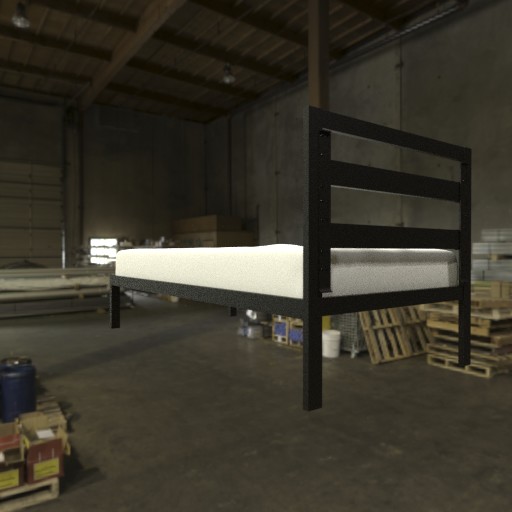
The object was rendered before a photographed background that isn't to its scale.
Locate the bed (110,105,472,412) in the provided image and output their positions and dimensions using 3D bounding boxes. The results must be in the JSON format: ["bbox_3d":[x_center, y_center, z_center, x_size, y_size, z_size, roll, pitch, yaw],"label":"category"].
[{"bbox_3d":[0.000,0.000,2.459,0.991,0.967,1.930,0,1,-36],"label":"bed"}]
